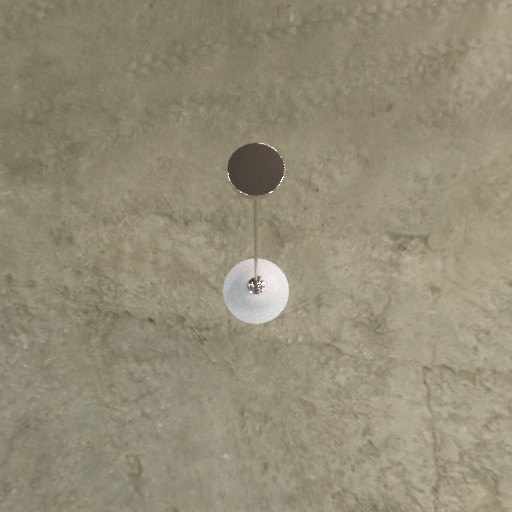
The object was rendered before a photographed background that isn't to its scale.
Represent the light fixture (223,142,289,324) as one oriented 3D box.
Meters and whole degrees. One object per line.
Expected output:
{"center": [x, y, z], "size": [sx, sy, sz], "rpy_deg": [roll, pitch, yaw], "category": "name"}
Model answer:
{"center": [0.000, 0.000, 1.517], "size": [0.324, 1.354, 0.324], "rpy_deg": [34, 78, 8], "category": "light fixture"}
